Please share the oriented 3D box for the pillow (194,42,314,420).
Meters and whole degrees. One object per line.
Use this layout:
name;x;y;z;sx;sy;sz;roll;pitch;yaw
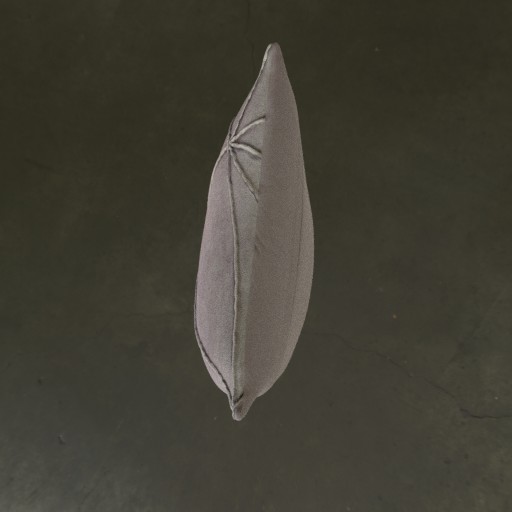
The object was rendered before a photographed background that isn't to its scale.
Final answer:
pillow;0.000;0.000;0.686;0.185;0.440;0.439;5;76;1
